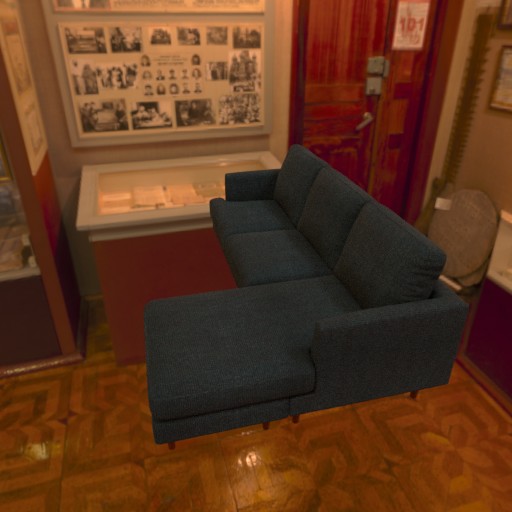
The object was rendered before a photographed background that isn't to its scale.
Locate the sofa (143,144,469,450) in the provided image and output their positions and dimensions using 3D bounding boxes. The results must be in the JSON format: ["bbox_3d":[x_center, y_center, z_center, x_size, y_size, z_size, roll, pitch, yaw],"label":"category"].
[{"bbox_3d":[0.000,0.000,2.950,1.504,0.956,2.233,-7,29,-13],"label":"sofa"}]
